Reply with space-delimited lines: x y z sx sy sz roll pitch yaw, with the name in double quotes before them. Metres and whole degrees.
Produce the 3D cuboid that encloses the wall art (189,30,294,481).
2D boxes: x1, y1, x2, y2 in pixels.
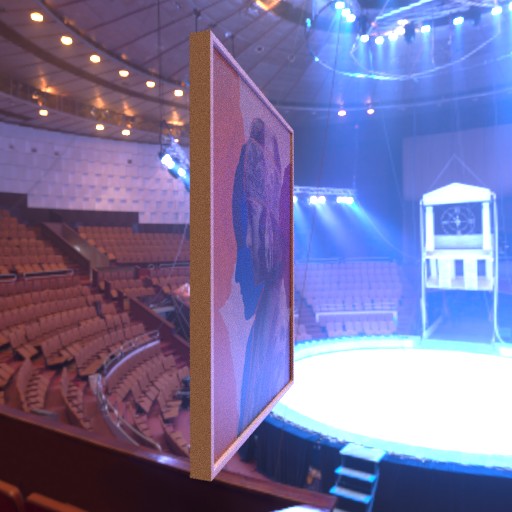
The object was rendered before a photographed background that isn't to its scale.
"wall art" 0.000 0.000 0.753 0.030 0.549 0.443 0 -1 18
